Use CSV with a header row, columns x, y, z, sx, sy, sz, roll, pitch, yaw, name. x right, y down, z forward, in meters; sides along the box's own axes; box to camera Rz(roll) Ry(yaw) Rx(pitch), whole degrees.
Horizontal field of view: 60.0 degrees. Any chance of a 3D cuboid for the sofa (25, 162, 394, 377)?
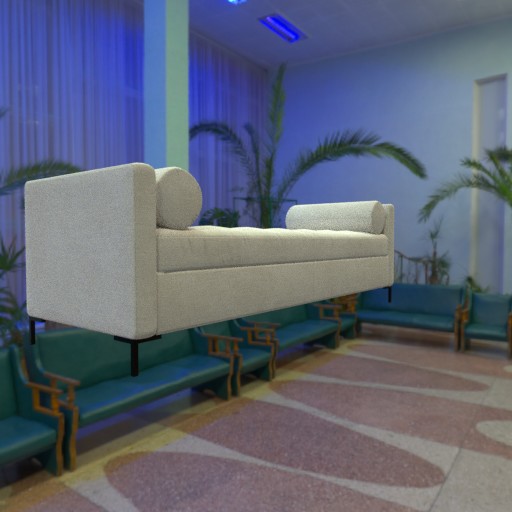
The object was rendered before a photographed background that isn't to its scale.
x,y,z,sx,sy,sz,roll,pitch,yaw,name
0.000,0.000,2.251,0.686,0.635,1.981,2,3,38,sofa
